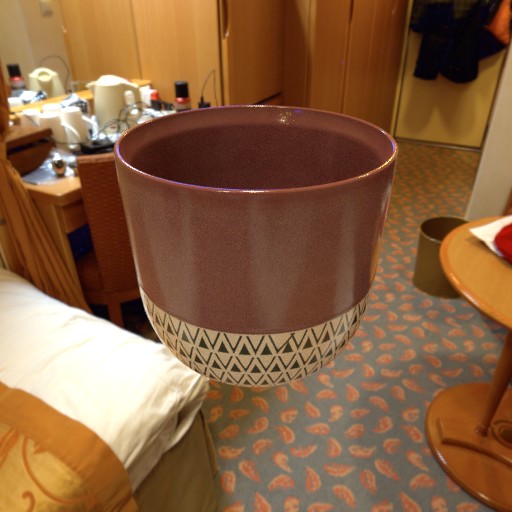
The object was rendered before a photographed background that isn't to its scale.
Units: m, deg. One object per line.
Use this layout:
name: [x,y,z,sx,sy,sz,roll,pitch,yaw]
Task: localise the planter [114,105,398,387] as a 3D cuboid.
planter: [0.000,0.000,0.498,0.266,0.270,0.266,0,32,0]
